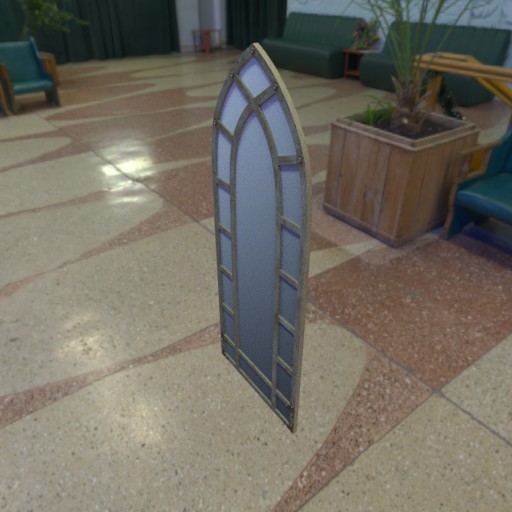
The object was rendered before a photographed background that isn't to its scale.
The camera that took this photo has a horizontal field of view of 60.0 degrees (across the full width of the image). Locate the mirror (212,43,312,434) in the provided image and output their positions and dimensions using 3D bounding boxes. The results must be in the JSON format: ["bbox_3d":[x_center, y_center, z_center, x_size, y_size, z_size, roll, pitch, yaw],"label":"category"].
[{"bbox_3d":[0.000,0.000,1.348,0.025,1.175,0.464,-20,38,-29],"label":"mirror"}]
